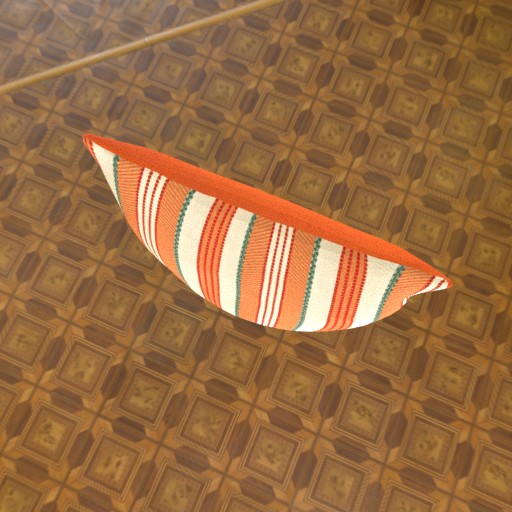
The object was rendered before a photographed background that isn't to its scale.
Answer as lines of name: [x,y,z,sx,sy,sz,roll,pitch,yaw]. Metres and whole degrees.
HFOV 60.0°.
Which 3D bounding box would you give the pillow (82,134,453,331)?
pillow: [0.000,0.000,0.679,0.440,0.441,0.182,22,77,5]
